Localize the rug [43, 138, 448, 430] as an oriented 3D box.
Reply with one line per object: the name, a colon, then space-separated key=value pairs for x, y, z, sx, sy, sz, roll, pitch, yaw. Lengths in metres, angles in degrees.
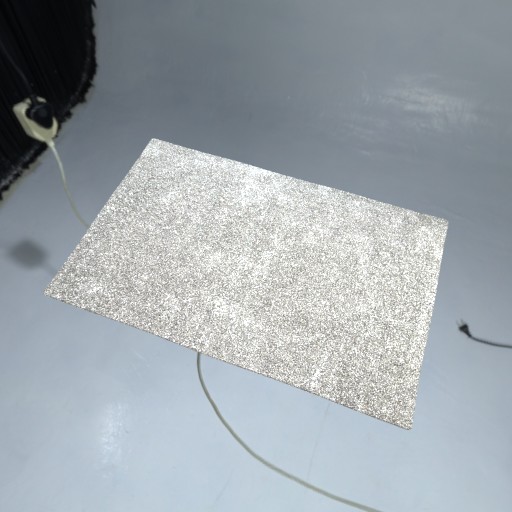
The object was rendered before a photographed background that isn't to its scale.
rug: x=0.000 y=0.000 z=2.984 sx=2.350 sy=0.025 sz=1.502 roll=18 pitch=60 yaw=11
